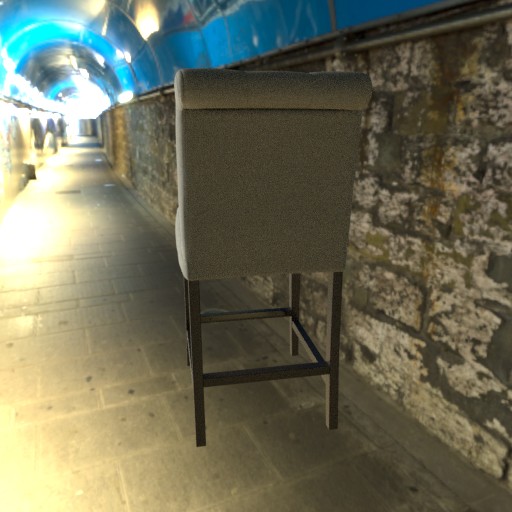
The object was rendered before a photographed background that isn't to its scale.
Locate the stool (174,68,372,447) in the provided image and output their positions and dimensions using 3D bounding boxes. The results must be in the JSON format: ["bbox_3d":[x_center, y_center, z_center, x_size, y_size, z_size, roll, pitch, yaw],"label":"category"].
[{"bbox_3d":[0.000,0.000,1.405,0.493,1.040,0.601,-3,17,-10],"label":"stool"}]
